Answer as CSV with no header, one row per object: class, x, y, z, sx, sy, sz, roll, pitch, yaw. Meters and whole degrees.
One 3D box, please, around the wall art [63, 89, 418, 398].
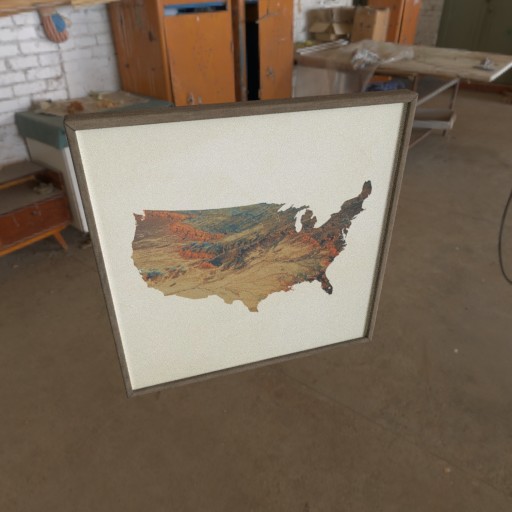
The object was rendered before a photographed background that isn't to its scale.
wall art,0.000,0.000,1.120,0.749,0.751,0.050,-10,34,-15
